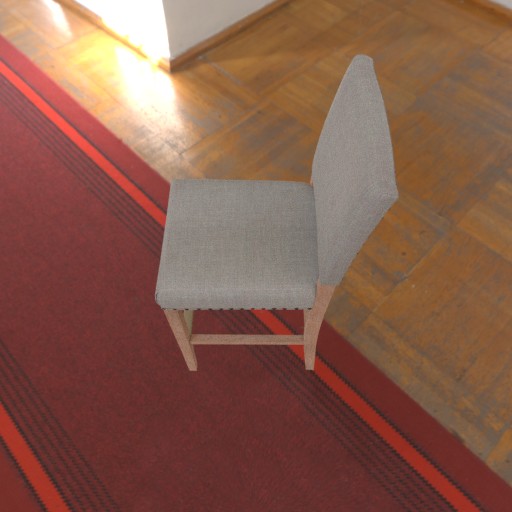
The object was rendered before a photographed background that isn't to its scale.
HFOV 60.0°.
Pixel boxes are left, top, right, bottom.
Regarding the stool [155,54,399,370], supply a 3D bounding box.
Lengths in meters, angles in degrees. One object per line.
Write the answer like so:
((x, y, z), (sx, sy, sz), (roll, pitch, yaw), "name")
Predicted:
((0.000, 0.000, 1.480), (0.585, 1.203, 0.445), (1, 59, 0), "stool")
